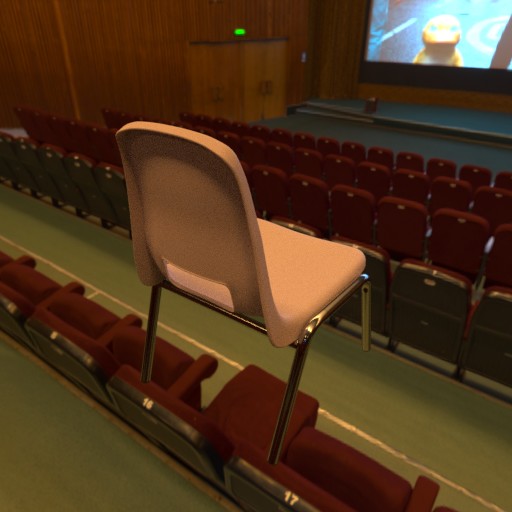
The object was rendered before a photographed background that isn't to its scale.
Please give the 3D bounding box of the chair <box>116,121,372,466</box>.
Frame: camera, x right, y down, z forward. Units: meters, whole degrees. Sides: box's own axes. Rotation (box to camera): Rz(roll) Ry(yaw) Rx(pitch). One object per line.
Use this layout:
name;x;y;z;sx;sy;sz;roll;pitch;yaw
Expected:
chair;0.000;0.000;0.801;0.354;0.537;0.385;20;35;30
